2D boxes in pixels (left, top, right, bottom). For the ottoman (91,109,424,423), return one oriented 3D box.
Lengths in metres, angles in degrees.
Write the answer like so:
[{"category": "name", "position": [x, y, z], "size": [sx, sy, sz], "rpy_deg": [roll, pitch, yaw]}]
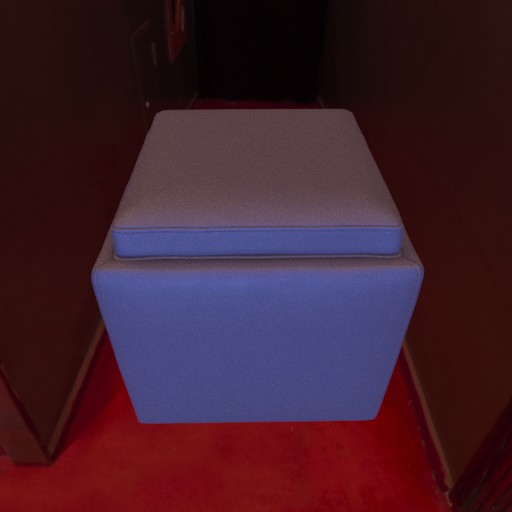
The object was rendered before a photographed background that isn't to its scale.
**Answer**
[{"category": "ottoman", "position": [0.000, 0.000, 0.836], "size": [0.450, 0.460, 0.451], "rpy_deg": [-1, 40, -1]}]
